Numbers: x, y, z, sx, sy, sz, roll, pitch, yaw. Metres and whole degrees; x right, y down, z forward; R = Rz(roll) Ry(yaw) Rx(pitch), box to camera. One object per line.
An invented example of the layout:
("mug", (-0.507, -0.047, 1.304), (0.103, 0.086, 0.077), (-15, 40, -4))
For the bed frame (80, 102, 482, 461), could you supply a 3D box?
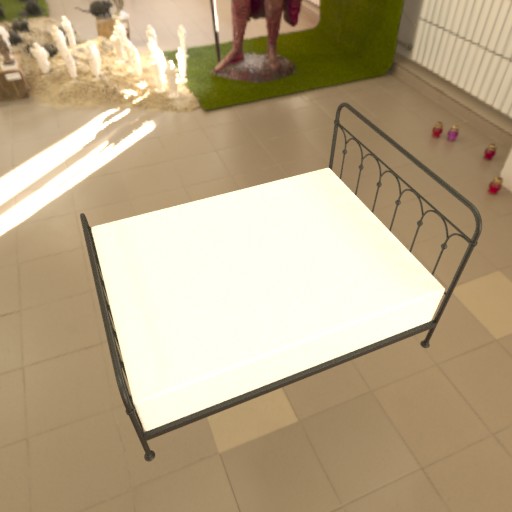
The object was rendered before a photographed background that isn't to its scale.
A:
("bed frame", (0.000, 0.000, 3.168), (2.203, 1.276, 1.664), (-17, 47, -16))
